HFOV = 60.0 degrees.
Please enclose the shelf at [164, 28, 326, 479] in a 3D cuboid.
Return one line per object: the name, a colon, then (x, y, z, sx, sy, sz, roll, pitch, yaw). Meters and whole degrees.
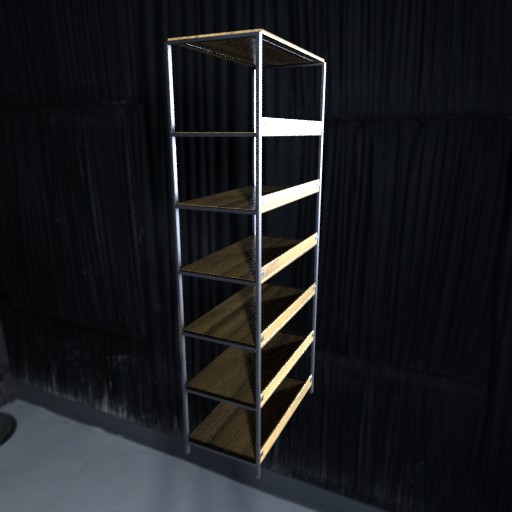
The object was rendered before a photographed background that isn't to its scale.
shelf: (0.000, 0.000, 2.361, 0.431, 2.015, 0.847, 7, 17, 24)
